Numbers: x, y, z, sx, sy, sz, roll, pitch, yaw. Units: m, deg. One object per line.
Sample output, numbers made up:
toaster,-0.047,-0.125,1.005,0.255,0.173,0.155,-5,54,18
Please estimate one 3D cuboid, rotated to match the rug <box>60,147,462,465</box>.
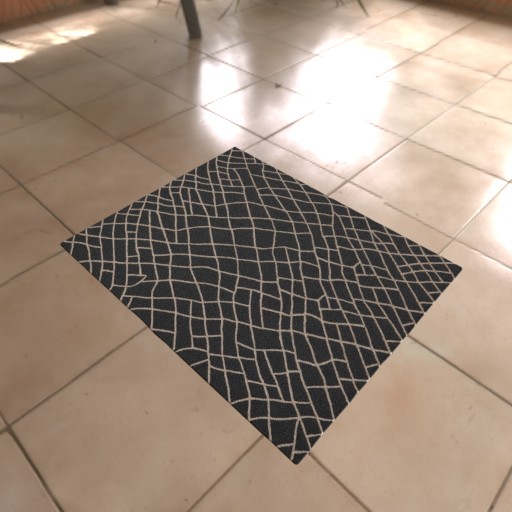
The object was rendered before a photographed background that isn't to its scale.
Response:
rug,0.000,0.000,4.260,3.047,0.022,2.439,34,55,29
